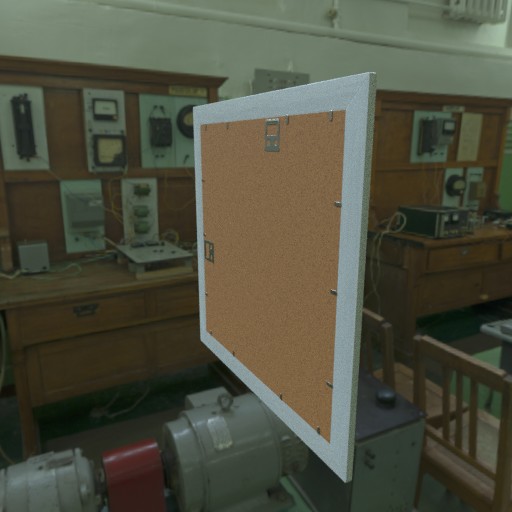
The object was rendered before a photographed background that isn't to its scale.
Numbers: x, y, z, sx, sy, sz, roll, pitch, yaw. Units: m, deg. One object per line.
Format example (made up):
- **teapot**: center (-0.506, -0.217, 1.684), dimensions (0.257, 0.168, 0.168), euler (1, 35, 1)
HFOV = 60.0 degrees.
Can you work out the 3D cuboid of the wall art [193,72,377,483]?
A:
- **wall art**: center (0.000, 0.000, 0.853), dimensions (0.013, 0.584, 0.584), euler (-8, 16, -28)
